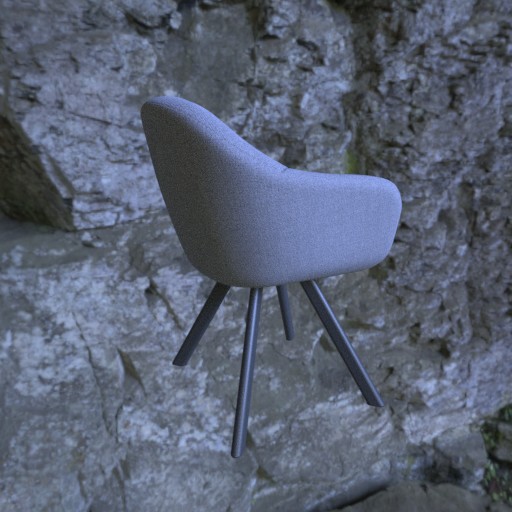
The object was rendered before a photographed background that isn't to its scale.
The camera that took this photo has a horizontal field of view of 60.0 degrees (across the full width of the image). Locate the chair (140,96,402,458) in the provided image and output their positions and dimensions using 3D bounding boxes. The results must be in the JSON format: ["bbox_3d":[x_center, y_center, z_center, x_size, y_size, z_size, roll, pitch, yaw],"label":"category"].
[{"bbox_3d":[0.000,0.000,1.192,0.550,0.795,0.590,-8,18,-26],"label":"chair"}]
